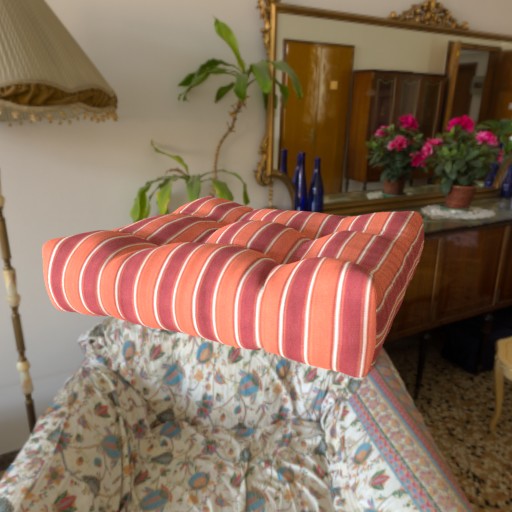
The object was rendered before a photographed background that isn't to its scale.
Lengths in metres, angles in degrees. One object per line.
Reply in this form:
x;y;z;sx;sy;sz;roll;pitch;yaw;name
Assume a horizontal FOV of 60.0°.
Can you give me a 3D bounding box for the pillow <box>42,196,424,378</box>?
0.000;0.000;0.737;0.490;0.133;0.468;8;19;25;pillow
